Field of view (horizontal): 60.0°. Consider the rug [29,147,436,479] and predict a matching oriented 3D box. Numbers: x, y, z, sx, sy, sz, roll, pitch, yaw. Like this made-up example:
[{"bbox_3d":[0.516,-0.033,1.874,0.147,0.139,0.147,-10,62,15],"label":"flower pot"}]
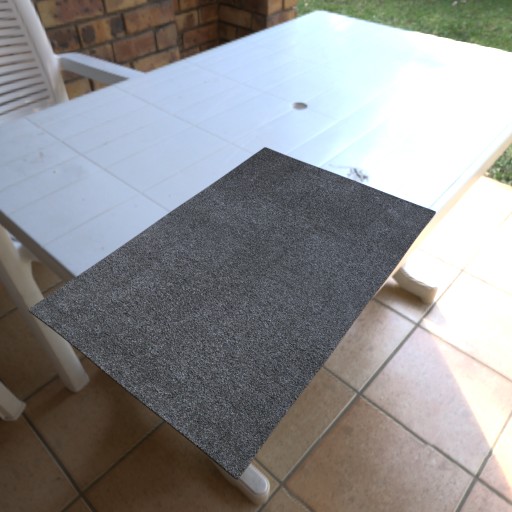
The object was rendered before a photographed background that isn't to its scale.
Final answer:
[{"bbox_3d":[0.000,0.000,3.369,1.802,0.026,2.699,27,50,26],"label":"rug"}]
